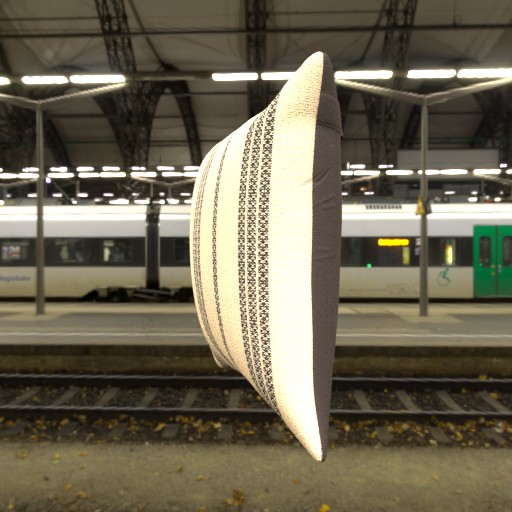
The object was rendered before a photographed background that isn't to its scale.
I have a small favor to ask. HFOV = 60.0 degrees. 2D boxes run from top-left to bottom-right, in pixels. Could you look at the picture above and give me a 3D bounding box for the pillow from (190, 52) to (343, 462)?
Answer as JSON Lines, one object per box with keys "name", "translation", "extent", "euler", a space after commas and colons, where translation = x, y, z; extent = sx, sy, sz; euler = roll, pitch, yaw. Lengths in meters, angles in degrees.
{"name": "pillow", "translation": [0.000, 0.000, 0.625], "extent": [0.173, 0.406, 0.405], "euler": [0, 0, -19]}
